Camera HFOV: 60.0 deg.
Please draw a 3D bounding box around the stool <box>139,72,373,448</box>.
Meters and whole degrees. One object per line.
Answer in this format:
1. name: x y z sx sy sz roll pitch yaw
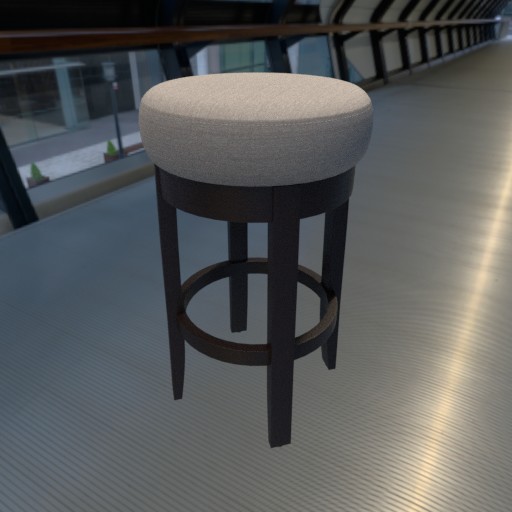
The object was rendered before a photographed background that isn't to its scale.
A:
1. stool: 0.000 0.000 1.009 0.443 0.757 0.443 0 29 0
